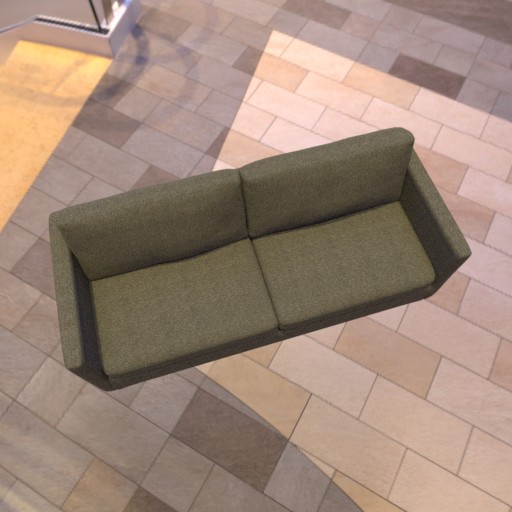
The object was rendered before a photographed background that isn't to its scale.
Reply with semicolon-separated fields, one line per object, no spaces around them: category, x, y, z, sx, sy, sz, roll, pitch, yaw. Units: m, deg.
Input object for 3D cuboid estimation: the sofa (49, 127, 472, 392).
sofa;0.000;0.000;2.686;2.208;0.965;0.948;-15;65;-7
